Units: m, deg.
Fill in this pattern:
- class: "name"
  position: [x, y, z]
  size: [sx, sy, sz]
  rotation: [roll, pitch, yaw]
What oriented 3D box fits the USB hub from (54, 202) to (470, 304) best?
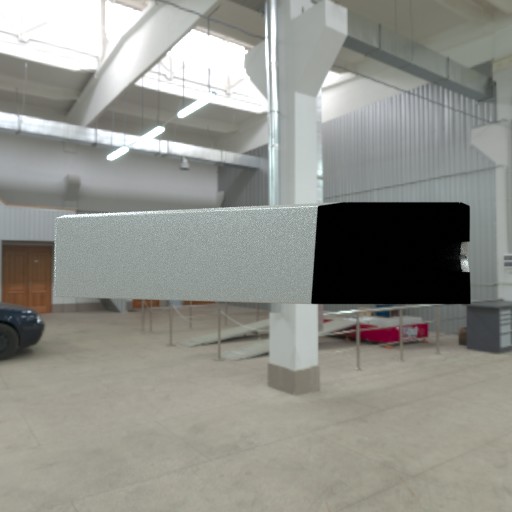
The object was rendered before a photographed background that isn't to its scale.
- class: "USB hub"
  position: [0.000, 0.000, 0.128]
  size: [0.110, 0.023, 0.044]
  rotation: [0, -1, 19]
